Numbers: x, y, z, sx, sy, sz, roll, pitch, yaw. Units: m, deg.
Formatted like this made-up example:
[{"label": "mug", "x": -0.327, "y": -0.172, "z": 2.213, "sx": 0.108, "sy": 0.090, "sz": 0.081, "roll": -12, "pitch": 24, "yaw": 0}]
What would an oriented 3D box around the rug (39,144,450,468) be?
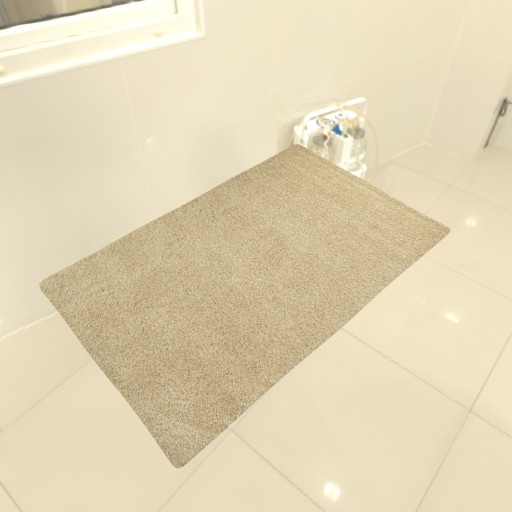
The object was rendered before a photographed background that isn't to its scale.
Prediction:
[{"label": "rug", "x": 0.000, "y": 0.000, "z": 2.938, "sx": 2.349, "sy": 0.025, "sz": 1.500, "roll": -34, "pitch": 55, "yaw": -28}]
